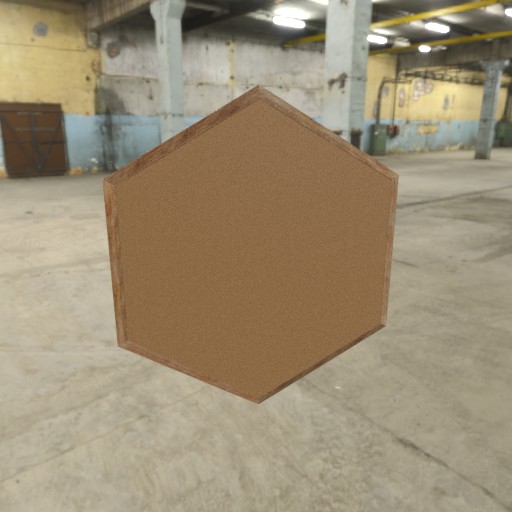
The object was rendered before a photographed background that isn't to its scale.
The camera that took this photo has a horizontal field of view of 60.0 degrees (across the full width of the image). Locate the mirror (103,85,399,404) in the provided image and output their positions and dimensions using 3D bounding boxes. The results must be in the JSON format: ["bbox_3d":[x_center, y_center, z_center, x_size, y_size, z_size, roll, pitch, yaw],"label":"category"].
[{"bbox_3d":[0.000,0.000,1.085,0.675,0.779,0.091,-3,16,-9],"label":"mirror"}]
